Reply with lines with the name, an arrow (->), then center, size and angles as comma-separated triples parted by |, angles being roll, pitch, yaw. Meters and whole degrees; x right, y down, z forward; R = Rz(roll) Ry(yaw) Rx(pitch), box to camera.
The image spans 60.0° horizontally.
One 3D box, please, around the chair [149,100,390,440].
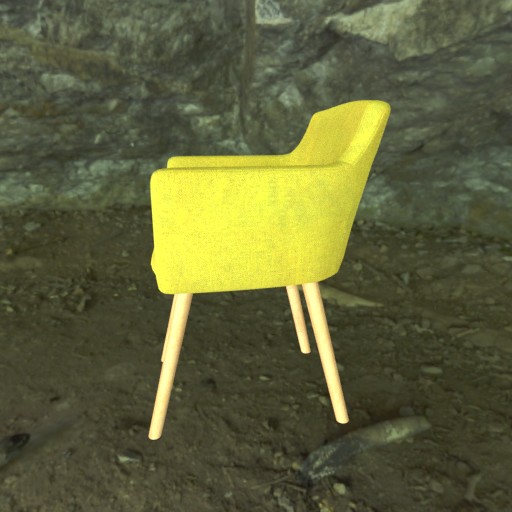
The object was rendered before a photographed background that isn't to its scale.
chair -> 0.000, 0.000, 1.178 | 0.570, 0.780, 0.570 | -2, 15, -7
